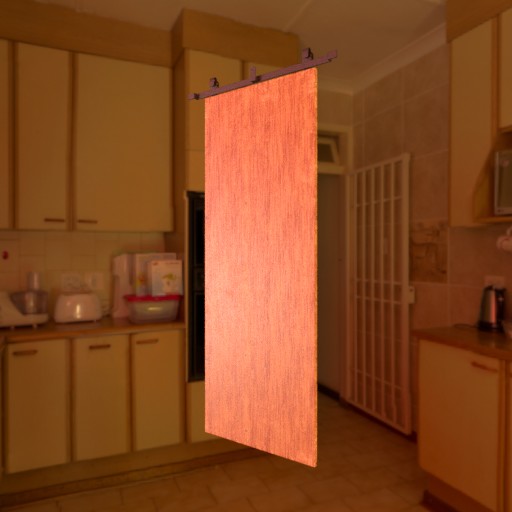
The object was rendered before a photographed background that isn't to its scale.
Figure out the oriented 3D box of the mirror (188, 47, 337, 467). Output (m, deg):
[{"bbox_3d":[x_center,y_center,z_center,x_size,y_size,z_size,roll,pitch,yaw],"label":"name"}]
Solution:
[{"bbox_3d":[0.000,0.000,2.074,0.847,1.793,0.042,0,0,37],"label":"mirror"}]
